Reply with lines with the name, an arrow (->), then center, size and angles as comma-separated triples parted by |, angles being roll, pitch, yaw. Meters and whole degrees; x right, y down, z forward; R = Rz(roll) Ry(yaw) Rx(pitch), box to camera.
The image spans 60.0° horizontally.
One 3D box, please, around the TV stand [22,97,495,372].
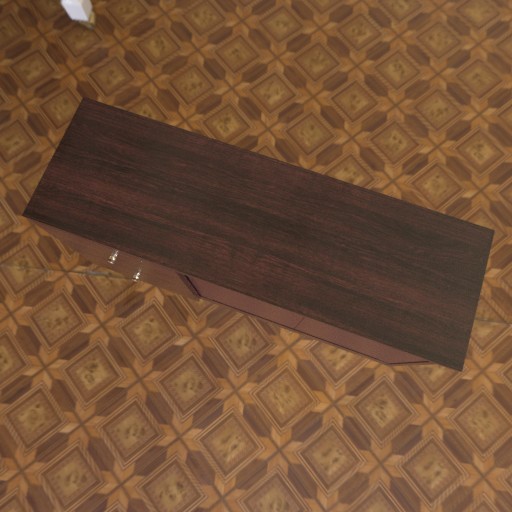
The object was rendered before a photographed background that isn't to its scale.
TV stand -> 0.000, 0.000, 1.465 | 1.192, 0.614, 0.404 | 19, 76, 5
